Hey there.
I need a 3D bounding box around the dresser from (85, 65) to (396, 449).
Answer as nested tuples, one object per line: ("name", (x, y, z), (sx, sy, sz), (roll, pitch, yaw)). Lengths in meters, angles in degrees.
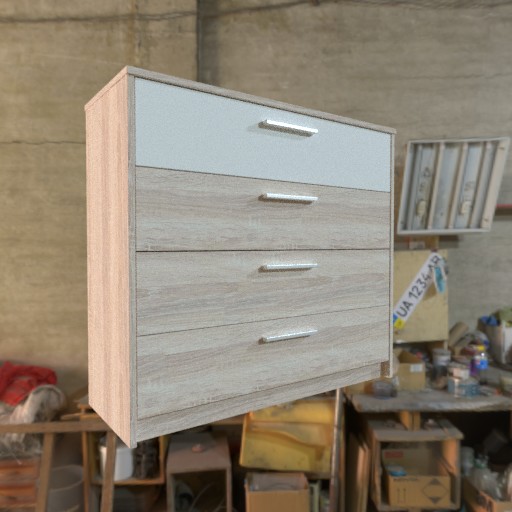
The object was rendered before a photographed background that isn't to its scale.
("dresser", (0.000, 0.000, 1.458), (0.980, 0.900, 0.380), (-1, 2, -35))
